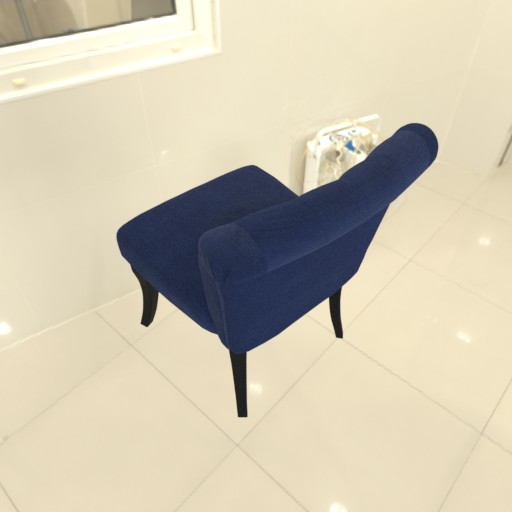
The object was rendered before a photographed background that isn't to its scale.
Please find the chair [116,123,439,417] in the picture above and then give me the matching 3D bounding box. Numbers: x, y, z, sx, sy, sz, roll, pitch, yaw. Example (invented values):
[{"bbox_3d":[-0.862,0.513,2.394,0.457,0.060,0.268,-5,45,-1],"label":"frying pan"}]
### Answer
[{"bbox_3d":[0.000,0.000,1.183,0.585,0.753,0.606,-31,53,-28],"label":"chair"}]
